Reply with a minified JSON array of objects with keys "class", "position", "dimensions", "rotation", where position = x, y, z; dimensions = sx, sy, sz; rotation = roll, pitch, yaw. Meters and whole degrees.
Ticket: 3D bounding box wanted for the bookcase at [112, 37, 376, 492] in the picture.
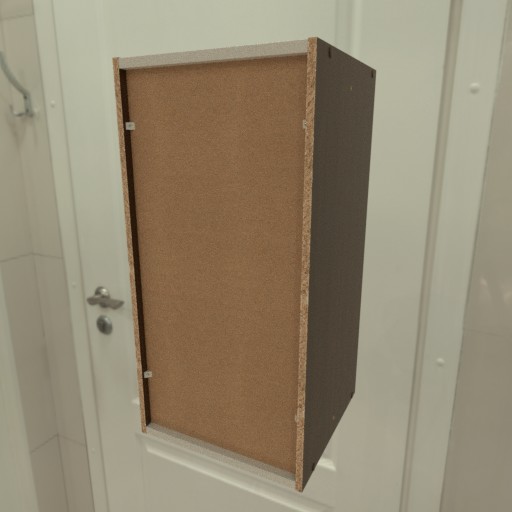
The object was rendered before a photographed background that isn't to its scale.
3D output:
[{"class":"bookcase","position":[0.000,0.000,0.749],"dimensions":[0.300,0.600,0.290],"rotation":[8,17,26]}]
